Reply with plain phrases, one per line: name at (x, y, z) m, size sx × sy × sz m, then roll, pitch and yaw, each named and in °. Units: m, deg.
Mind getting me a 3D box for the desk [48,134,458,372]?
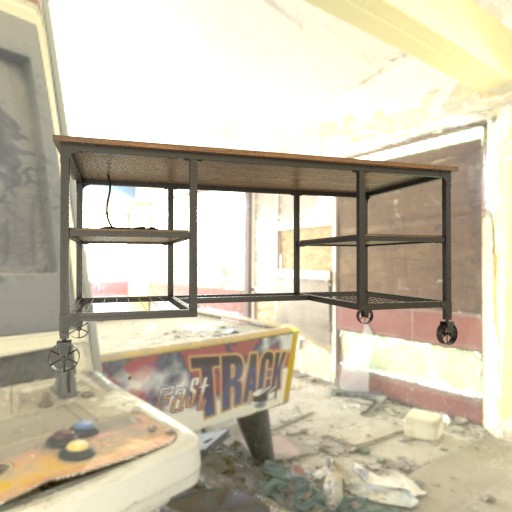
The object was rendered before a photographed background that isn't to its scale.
desk at (0.000, 0.000, 1.958) m, size 1.590 × 0.751 × 0.711 m, roll 0°, pitch -1°, yaw -18°
